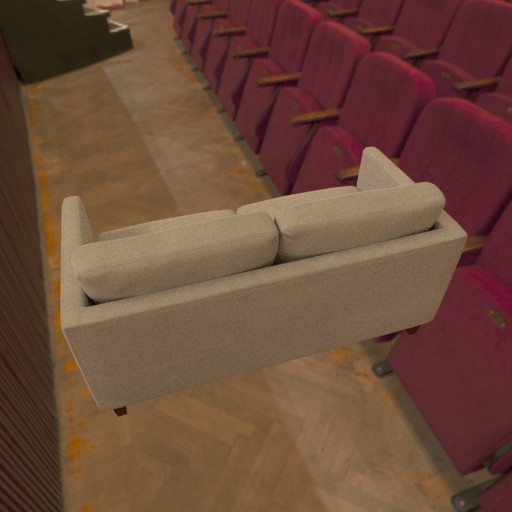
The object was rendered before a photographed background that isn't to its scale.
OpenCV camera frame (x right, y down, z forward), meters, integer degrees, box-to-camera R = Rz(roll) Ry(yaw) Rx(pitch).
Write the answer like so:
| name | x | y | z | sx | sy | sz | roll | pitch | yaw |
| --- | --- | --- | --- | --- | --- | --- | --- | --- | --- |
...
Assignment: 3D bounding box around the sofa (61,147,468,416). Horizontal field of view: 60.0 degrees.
| name | x | y | z | sx | sy | sz | roll | pitch | yaw |
| --- | --- | --- | --- | --- | --- | --- | --- | --- | --- |
| sofa | 0.000 | 0.000 | 2.412 | 1.884 | 0.963 | 0.950 | -12 | 44 | -13 |
